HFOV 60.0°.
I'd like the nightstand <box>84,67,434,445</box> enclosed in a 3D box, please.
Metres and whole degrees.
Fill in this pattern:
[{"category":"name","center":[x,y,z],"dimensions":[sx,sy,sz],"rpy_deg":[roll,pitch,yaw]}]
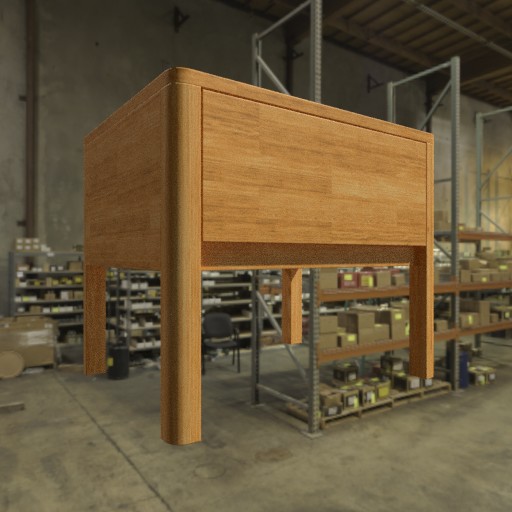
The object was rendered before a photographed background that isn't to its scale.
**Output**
[{"category":"nightstand","center":[0.000,0.000,0.883],"dimensions":[0.560,0.470,0.440],"rpy_deg":[0,0,-35]}]
